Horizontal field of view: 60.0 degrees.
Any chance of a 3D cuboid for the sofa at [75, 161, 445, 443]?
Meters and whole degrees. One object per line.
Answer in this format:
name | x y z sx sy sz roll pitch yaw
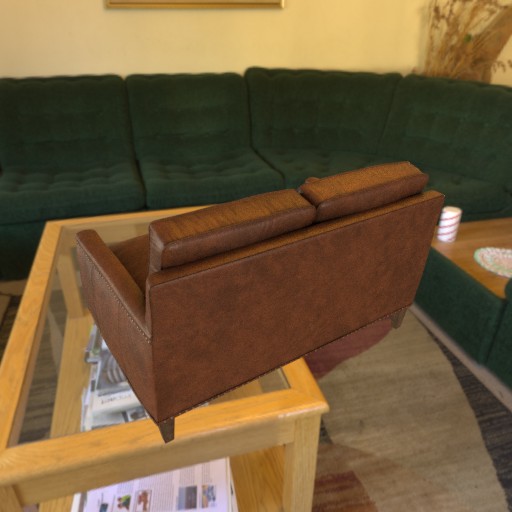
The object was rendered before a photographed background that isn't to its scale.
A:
sofa | 0.000 0.000 2.332 1.628 1.003 1.083 -17 33 -29
